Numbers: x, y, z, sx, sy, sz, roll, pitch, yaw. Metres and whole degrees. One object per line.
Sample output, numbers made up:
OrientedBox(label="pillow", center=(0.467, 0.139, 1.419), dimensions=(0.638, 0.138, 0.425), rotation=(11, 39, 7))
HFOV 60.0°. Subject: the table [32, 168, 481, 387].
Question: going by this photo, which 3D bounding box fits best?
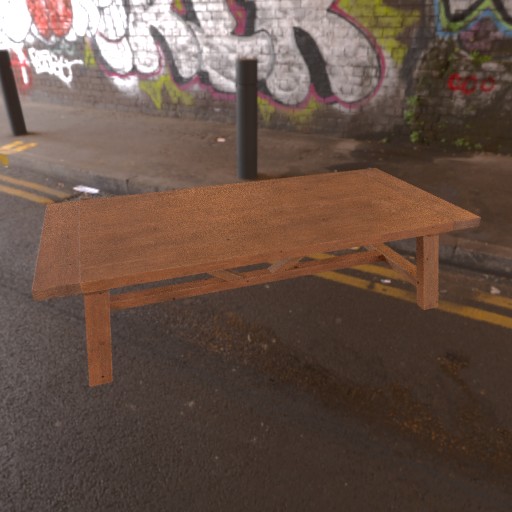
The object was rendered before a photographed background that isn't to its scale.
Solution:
OrientedBox(label="table", center=(0.000, 0.000, 2.120), dimensions=(1.800, 0.465, 0.820), rotation=(-9, 29, -17))
